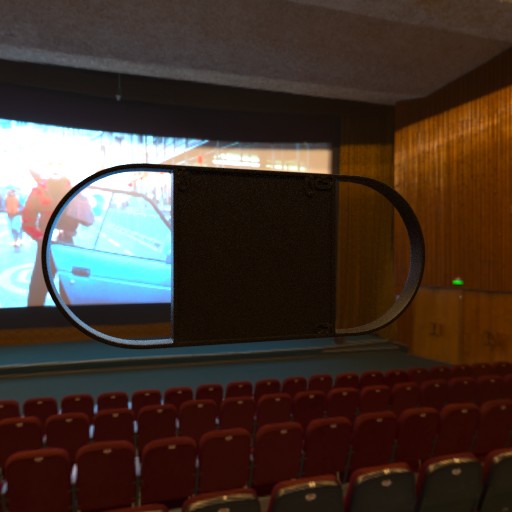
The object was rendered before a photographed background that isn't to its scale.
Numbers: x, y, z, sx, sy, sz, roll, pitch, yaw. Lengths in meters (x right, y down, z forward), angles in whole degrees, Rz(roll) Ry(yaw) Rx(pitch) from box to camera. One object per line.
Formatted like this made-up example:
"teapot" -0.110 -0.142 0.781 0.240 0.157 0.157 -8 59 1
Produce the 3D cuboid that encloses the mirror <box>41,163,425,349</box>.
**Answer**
"mirror" 0.000 0.000 0.667 0.584 0.254 0.032 0 1 -17
